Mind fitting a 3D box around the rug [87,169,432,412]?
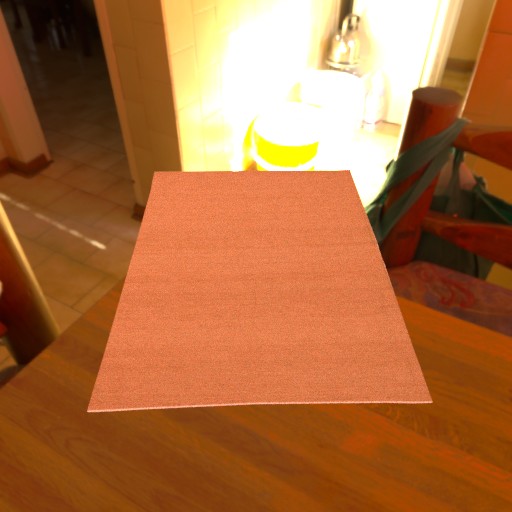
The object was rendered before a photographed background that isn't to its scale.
[{"bbox_3d":[0.000,0.000,4.297,2.434,0.045,3.202,-1,42,-1],"label":"rug"}]
